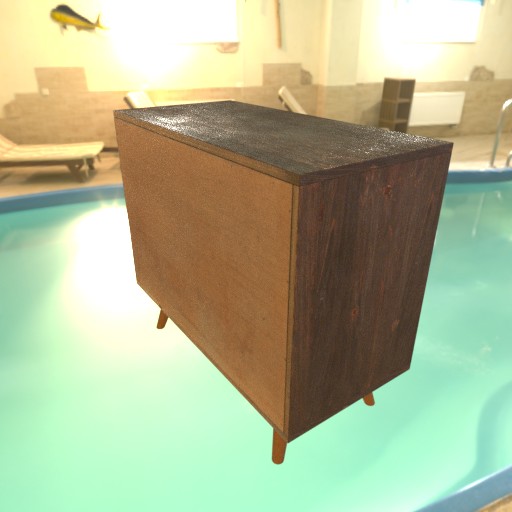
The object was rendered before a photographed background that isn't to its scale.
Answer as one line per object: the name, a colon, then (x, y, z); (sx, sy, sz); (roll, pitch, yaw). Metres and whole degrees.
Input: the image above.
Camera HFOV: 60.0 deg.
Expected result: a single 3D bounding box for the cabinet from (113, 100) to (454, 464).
cabinet: (0.000, 0.000, 1.538); (0.529, 0.897, 1.023); (-17, 31, -31)
